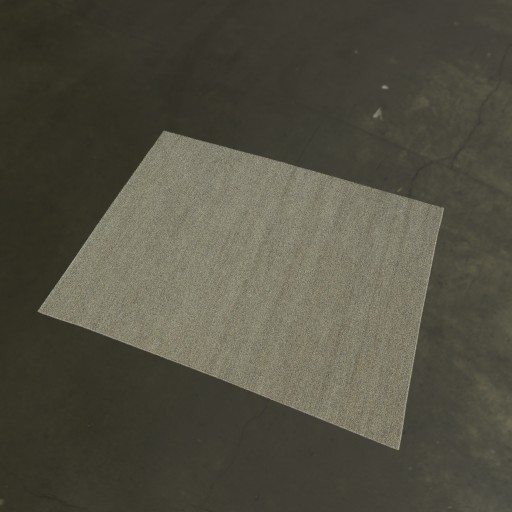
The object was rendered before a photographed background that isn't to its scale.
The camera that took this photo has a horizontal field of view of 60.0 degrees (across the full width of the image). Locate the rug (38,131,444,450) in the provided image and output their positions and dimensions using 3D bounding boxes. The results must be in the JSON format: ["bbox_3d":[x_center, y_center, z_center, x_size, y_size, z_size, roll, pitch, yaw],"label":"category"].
[{"bbox_3d":[0.000,0.000,4.758,3.626,0.051,2.757,18,60,11],"label":"rug"}]
